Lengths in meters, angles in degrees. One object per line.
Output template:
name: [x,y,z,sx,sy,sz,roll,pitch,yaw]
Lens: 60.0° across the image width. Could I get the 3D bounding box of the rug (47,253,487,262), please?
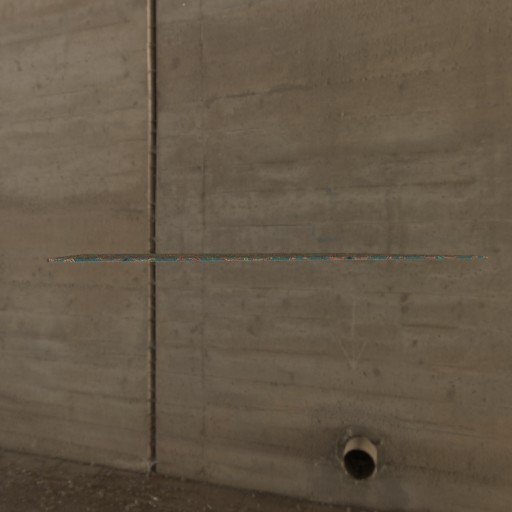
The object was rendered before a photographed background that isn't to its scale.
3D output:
rug: [0.000,0.000,2.919,2.290,0.016,1.527,0,1,-16]
